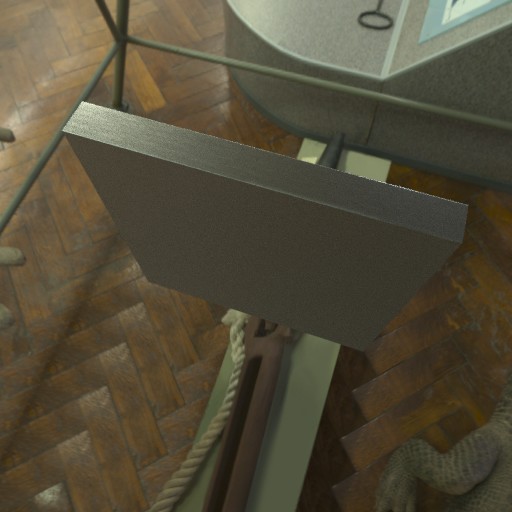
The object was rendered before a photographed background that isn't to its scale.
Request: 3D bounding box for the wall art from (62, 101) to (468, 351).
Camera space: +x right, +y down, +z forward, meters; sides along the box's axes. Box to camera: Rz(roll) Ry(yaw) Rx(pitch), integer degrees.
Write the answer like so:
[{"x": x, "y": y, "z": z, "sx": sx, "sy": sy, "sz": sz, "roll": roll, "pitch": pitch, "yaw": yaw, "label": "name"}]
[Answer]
[{"x": 0.000, "y": 0.000, "z": 0.532, "sx": 0.350, "sy": 0.350, "sz": 0.038, "roll": 17, "pitch": 65, "yaw": 8, "label": "wall art"}]
